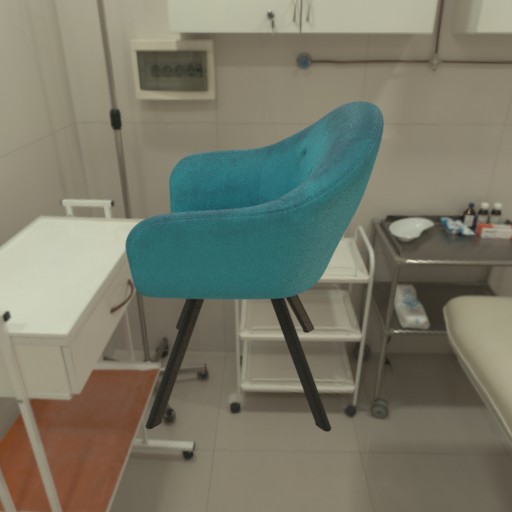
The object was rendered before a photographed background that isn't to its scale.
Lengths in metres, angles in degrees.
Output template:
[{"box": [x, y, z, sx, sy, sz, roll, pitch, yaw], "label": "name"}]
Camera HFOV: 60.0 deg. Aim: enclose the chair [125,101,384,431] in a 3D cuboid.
[{"box": [0.000, 0.000, 1.181, 0.570, 0.780, 0.540, 0, 26, 1], "label": "chair"}]
